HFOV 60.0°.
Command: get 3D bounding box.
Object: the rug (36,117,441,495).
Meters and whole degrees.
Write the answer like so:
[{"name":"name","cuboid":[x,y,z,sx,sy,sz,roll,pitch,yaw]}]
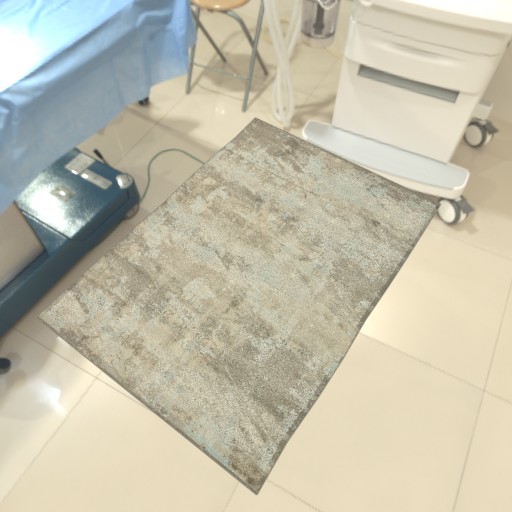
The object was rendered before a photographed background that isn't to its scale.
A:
[{"name":"rug","cuboid":[0.000,0.000,4.255,2.393,0.013,3.307,31,61,19]}]
